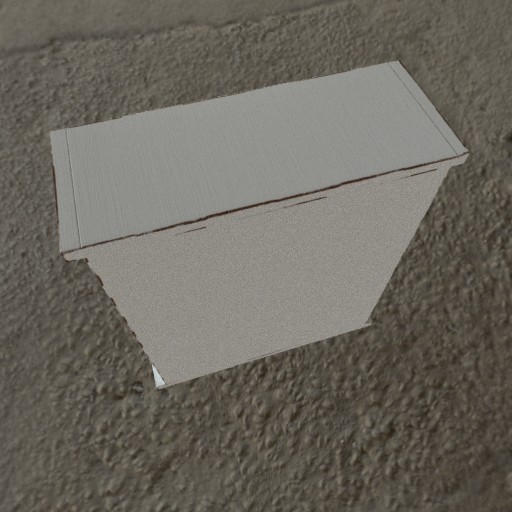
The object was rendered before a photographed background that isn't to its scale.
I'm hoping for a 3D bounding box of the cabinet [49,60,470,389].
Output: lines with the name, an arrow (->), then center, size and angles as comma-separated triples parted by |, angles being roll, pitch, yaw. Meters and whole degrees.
cabinet -> 0.000, 0.000, 0.865 | 0.541, 0.603, 0.210 | -15, 60, -9
